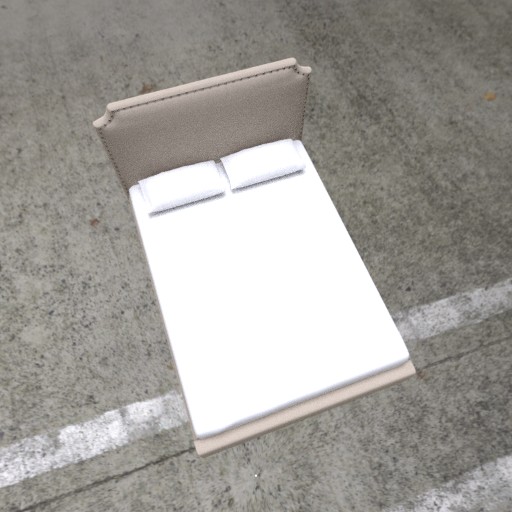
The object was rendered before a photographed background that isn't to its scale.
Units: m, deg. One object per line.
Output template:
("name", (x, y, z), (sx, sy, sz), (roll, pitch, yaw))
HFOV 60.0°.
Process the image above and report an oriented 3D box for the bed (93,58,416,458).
("bed", (0.000, 0.000, 3.397), (1.713, 1.443, 2.372), (-18, 65, -9))
